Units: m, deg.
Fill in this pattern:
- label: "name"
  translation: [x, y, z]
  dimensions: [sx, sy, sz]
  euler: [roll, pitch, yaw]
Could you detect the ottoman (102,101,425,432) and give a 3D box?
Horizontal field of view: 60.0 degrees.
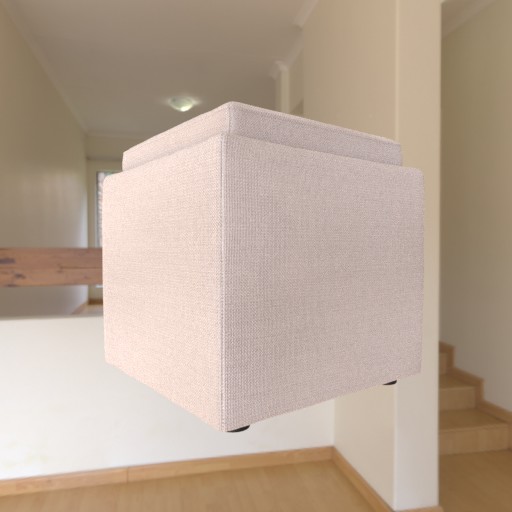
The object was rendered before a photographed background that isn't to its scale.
- label: "ottoman"
  translation: [0.000, 0.000, 0.842]
  dimensions: [0.450, 0.460, 0.451]
  euler: [-1, 1, -37]
